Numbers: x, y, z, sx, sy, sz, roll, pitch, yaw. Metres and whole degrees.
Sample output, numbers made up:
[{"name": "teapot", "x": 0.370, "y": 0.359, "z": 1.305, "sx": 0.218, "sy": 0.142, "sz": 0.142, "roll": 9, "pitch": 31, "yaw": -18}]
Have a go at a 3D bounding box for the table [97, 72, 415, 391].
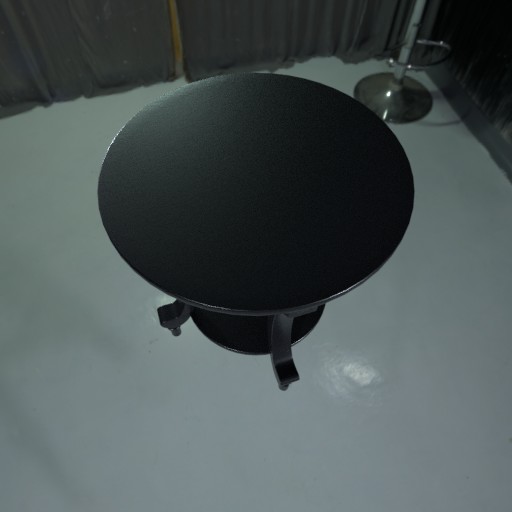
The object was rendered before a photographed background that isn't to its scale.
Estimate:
[{"name": "table", "x": 0.000, "y": 0.000, "z": 1.107, "sx": 0.597, "sy": 0.618, "sz": 0.597, "roll": 0, "pitch": 58, "yaw": 0}]
